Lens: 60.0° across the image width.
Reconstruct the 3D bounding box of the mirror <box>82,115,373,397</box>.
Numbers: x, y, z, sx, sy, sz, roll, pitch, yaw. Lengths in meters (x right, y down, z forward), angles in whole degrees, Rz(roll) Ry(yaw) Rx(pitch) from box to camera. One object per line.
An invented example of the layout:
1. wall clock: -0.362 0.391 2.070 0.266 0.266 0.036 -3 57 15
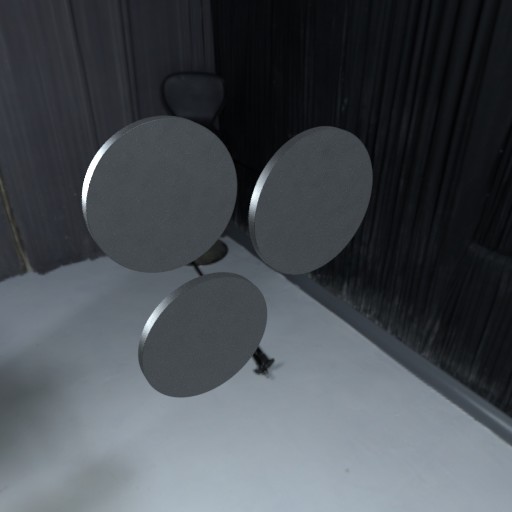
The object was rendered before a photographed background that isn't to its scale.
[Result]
1. mirror: 0.000 0.000 3.149 2.160 2.096 0.076 -19 36 -29
